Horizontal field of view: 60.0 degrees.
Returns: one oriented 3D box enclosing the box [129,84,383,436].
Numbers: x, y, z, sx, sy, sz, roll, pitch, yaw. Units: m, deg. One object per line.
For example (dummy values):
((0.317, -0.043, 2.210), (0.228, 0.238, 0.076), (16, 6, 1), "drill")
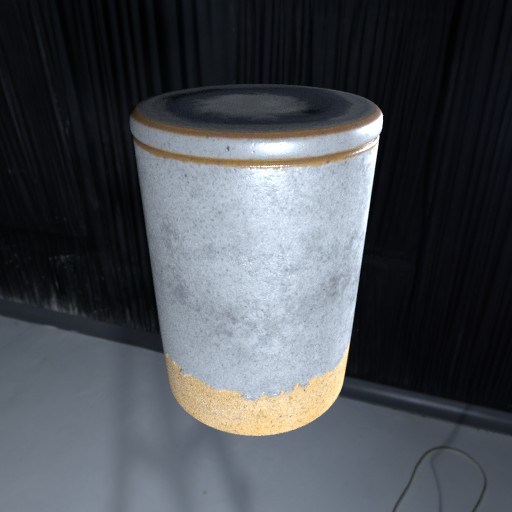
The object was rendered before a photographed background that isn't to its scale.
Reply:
((0.000, 0.000, 0.251), (0.118, 0.168, 0.118), (0, 30, 0), "box")
